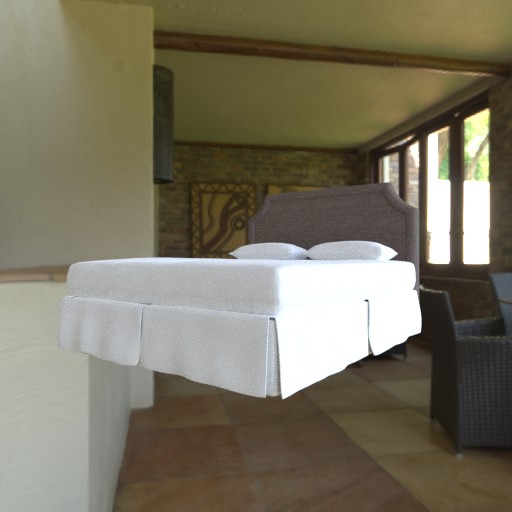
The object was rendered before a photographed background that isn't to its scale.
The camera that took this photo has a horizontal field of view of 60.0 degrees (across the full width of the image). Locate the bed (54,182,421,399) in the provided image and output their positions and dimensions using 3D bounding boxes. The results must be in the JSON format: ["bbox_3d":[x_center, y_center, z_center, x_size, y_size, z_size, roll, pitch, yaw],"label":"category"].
[{"bbox_3d":[0.000,0.000,4.168,2.350,1.590,2.773,0,0,37],"label":"bed"}]
